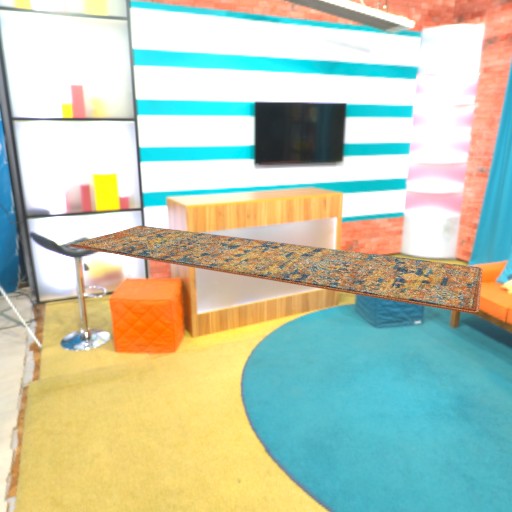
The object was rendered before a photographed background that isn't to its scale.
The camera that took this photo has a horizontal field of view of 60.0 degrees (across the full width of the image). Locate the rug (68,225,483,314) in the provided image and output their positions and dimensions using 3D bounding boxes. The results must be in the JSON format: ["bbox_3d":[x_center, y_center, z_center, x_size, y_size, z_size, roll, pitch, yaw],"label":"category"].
[{"bbox_3d":[0.000,0.000,2.491,2.274,0.016,0.651,8,18,26],"label":"rug"}]
